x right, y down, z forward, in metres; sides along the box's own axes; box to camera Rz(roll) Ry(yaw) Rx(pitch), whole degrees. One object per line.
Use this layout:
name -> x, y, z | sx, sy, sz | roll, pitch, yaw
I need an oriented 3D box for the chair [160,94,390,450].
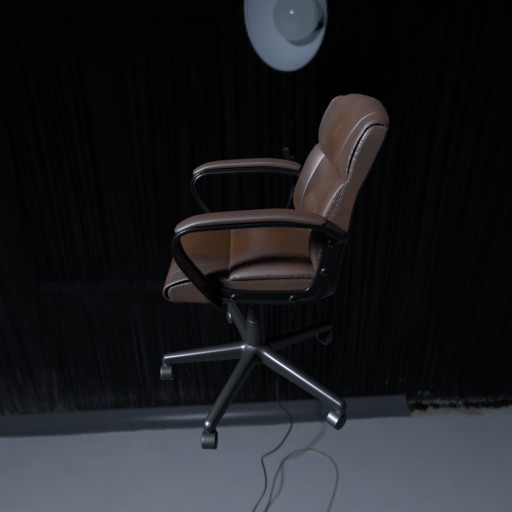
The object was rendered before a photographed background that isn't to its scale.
chair -> 0.000, 0.000, 1.479 | 0.717, 1.004, 0.739 | -1, 27, -1
